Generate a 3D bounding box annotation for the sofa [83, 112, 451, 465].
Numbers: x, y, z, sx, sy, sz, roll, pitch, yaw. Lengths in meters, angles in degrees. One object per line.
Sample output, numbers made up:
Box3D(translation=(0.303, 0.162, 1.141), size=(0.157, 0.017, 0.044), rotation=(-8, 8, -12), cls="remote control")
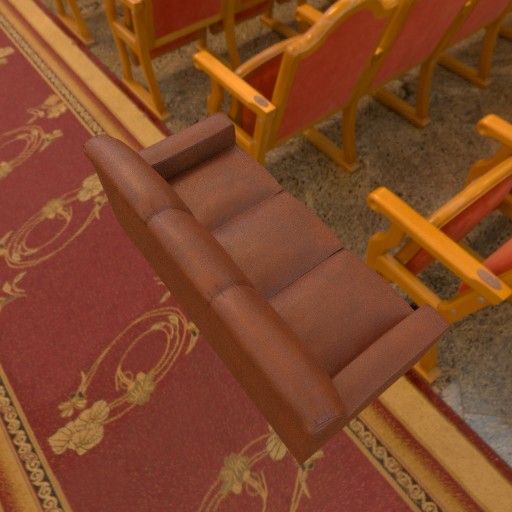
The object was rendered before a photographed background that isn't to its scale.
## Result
Box3D(translation=(0.000, 0.000, 2.614), size=(1.008, 0.953, 2.039), rotation=(-33, 63, -19), cls="sofa")
